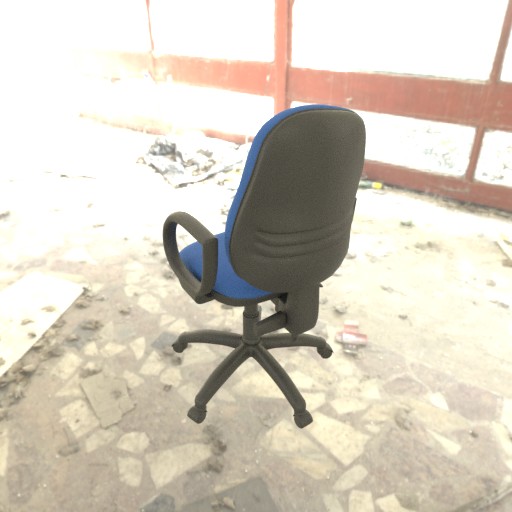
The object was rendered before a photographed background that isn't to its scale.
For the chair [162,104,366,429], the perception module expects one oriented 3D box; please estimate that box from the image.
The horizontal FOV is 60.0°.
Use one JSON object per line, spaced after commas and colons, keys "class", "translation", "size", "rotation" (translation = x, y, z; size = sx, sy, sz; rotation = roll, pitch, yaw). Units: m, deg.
{"class": "chair", "translation": [0.000, 0.000, 1.259], "size": [0.552, 0.905, 0.549], "rotation": [-18, 34, -29]}
